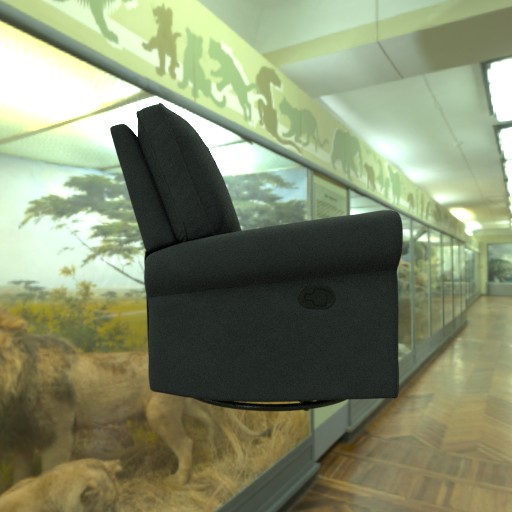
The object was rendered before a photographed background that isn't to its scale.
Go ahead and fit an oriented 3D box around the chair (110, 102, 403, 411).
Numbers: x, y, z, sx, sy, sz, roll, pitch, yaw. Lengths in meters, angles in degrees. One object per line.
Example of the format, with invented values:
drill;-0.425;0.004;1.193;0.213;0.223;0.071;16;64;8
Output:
chair;0.000;0.000;1.668;0.878;0.961;0.890;0;-1;0
